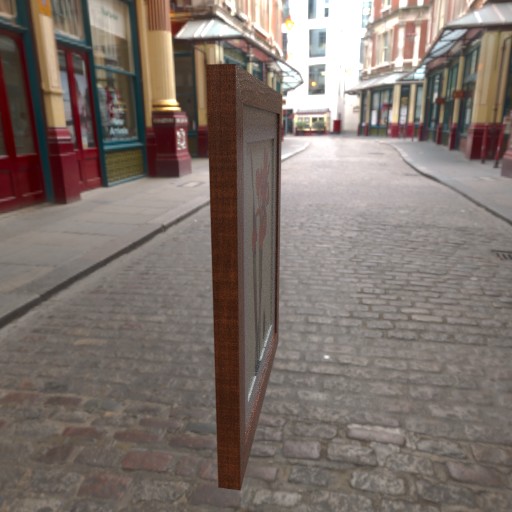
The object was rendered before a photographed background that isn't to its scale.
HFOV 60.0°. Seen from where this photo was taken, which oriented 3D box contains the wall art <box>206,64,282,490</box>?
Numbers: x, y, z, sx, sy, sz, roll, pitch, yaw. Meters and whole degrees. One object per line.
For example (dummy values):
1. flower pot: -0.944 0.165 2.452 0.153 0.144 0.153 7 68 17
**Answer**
1. wall art: 0.000 0.000 0.782 0.033 0.567 0.467 3 16 9
